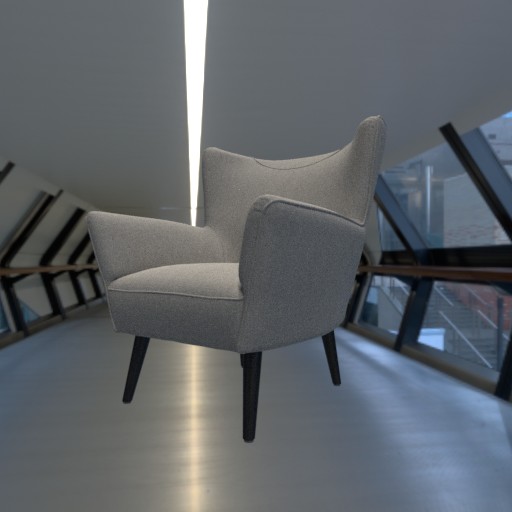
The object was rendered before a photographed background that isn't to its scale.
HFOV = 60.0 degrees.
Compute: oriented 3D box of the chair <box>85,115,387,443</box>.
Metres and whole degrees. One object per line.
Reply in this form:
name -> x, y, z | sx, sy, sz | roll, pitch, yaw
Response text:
chair -> 0.000, 0.000, 1.557 | 0.781, 0.933, 0.888 | 0, 0, 36
